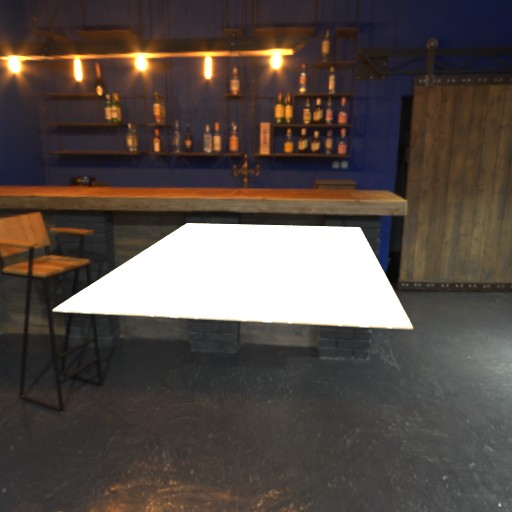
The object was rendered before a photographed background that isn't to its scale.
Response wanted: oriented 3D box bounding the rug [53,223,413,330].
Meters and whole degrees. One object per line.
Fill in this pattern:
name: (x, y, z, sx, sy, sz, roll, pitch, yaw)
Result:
rug: (0.000, 0.000, 2.860, 1.524, 0.010, 2.134, 2, 15, 7)
